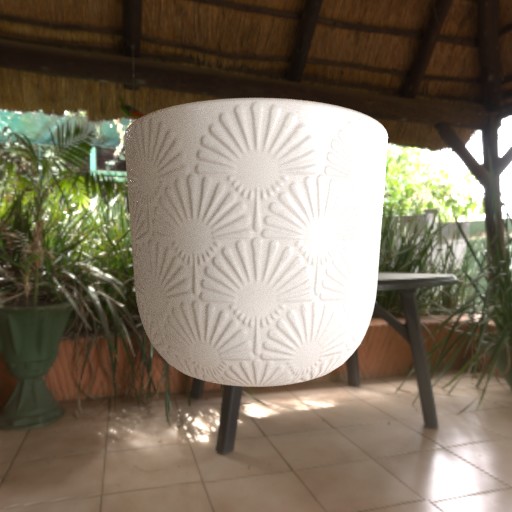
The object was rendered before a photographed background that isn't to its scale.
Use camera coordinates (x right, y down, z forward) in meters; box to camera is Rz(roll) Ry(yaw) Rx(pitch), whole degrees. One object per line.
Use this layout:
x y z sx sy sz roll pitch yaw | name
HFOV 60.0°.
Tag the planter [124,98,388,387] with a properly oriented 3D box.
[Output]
0.000 0.000 0.297 0.170 0.152 0.170 0 0 0 | planter
